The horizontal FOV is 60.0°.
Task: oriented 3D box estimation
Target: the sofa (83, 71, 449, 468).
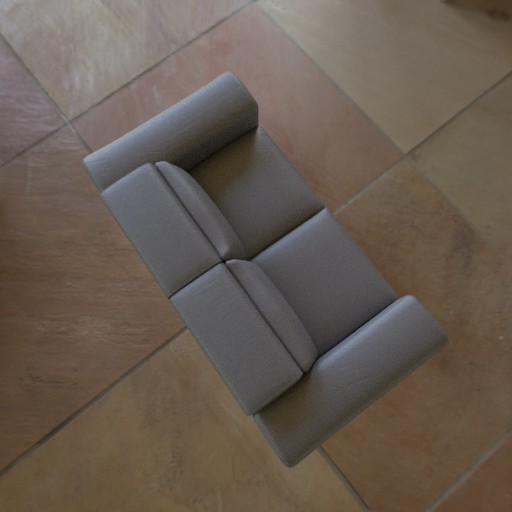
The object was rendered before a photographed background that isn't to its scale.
[{"bbox_3d":[0.000,0.000,2.485,1.024,0.753,1.930,-35,78,-9],"label":"sofa"}]
